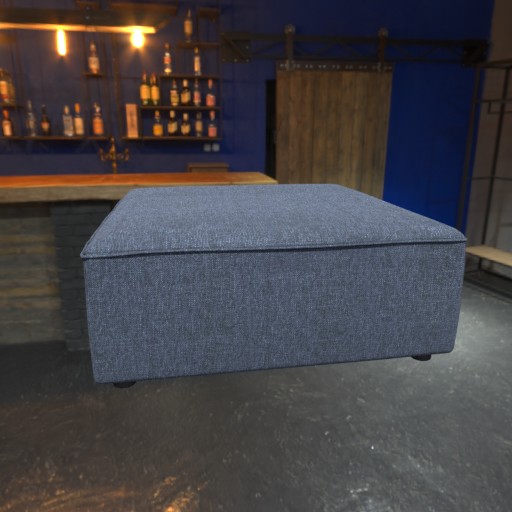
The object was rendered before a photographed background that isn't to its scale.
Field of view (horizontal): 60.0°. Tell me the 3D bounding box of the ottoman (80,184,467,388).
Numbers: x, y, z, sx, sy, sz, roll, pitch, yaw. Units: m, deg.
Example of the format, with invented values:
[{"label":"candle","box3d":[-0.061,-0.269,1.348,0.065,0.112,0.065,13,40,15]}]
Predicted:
[{"label":"ottoman","box3d":[0.000,0.000,1.622,1.023,0.423,1.017,-3,17,-8]}]
